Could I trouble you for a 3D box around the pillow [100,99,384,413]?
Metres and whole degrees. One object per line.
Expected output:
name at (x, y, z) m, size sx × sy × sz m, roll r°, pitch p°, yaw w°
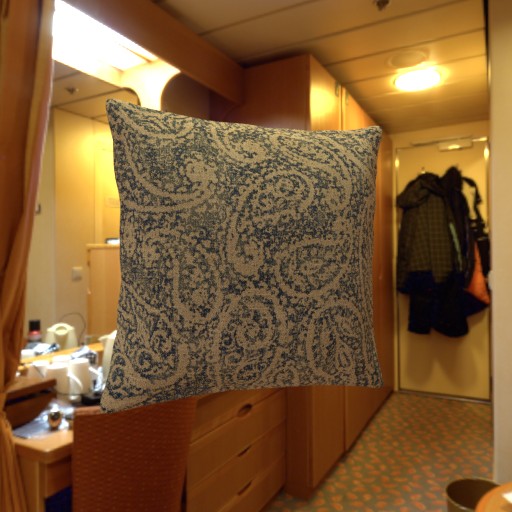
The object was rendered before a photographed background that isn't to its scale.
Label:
pillow at (0.000, 0.000, 0.789) m, size 0.523 × 0.510 × 0.166 m, roll 0°, pitch 0°, yaw -18°
